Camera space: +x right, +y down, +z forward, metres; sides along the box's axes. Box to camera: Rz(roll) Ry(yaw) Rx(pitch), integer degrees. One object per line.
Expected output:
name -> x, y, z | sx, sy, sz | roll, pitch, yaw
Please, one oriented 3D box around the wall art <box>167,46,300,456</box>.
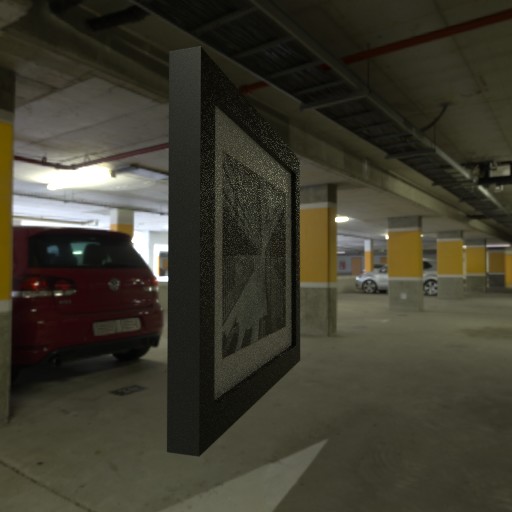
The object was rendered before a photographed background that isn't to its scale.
wall art -> 0.000, 0.000, 0.532 | 0.028, 0.321, 0.381 | -1, -2, 17
